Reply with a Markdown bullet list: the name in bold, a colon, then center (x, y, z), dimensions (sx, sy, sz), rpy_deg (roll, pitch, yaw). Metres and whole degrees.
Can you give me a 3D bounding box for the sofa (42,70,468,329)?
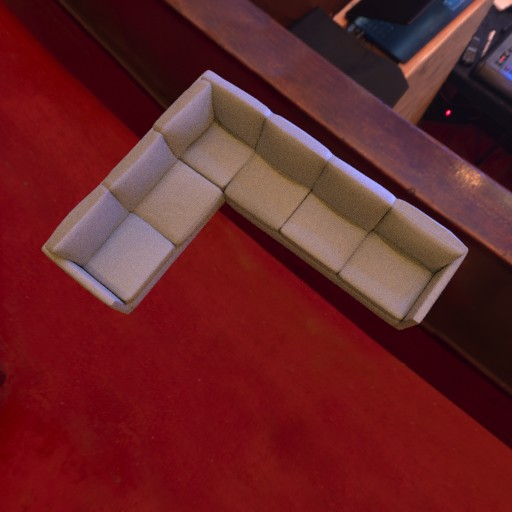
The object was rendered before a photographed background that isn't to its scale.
- **sofa**: center (0.000, 0.000, 4.481), dimensions (3.301, 0.947, 2.592), rpy_deg (37, 79, 9)
